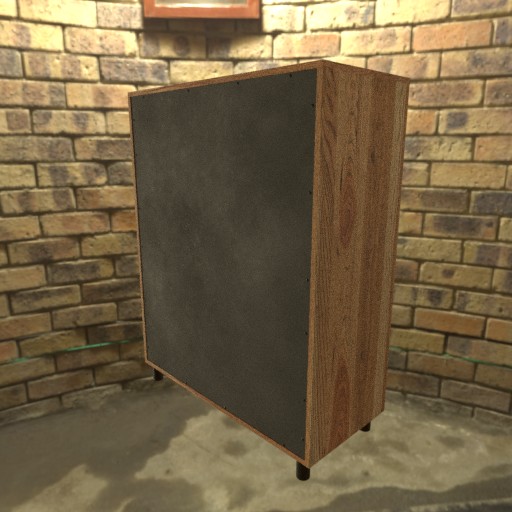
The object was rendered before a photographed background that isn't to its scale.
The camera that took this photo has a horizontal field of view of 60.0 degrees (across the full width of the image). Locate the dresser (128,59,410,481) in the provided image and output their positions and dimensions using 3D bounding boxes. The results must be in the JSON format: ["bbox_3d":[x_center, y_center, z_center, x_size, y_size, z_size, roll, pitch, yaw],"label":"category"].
[{"bbox_3d":[0.000,0.000,1.728,0.480,1.243,0.966,-13,19,-43],"label":"dresser"}]
